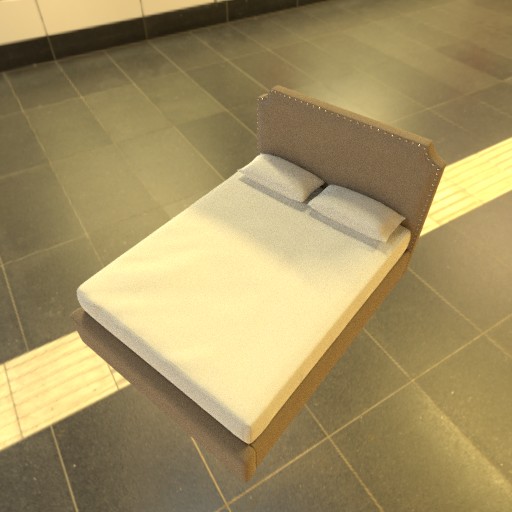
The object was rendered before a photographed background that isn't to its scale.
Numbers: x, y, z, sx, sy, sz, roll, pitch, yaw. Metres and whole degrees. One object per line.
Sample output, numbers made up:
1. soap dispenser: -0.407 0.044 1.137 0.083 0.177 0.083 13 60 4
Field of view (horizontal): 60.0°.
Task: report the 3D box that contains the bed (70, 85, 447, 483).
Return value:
1. bed: 0.000 0.000 3.365 1.703 1.415 2.329 30 54 25
